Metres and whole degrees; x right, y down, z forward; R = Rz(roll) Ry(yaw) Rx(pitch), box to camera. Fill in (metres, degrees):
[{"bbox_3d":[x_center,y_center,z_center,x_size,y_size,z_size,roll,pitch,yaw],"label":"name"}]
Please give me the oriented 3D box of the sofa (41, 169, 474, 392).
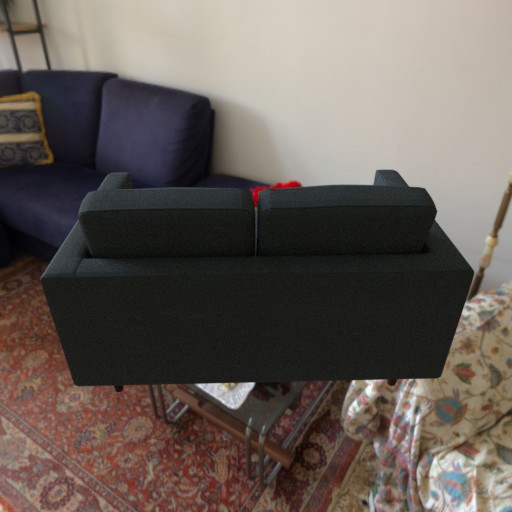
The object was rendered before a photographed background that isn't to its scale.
[{"bbox_3d":[0.000,0.000,2.085,1.518,0.930,0.999,-1,33,-1],"label":"sofa"}]
